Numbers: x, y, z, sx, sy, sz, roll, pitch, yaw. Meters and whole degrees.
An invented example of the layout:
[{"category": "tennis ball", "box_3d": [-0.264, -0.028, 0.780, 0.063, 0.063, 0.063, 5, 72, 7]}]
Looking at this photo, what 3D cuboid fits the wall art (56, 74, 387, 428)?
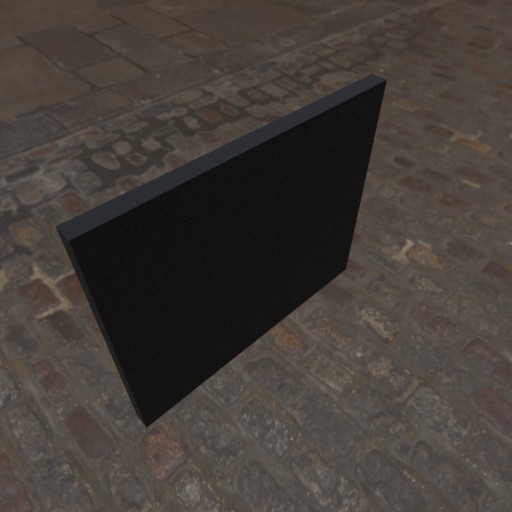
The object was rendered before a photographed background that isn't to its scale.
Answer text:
[{"category": "wall art", "box_3d": [0.000, 0.000, 0.762, 0.558, 0.457, 0.031, -34, 54, -29]}]
